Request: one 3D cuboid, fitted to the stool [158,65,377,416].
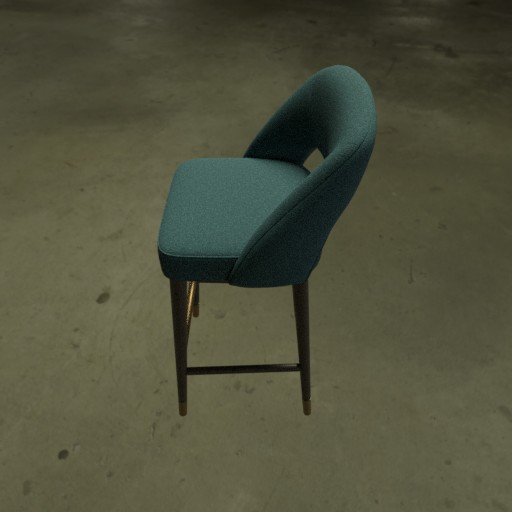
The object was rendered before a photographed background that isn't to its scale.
[{"bbox_3d":[0.000,0.000,1.329,0.522,1.032,0.536,0,41,0],"label":"stool"}]
